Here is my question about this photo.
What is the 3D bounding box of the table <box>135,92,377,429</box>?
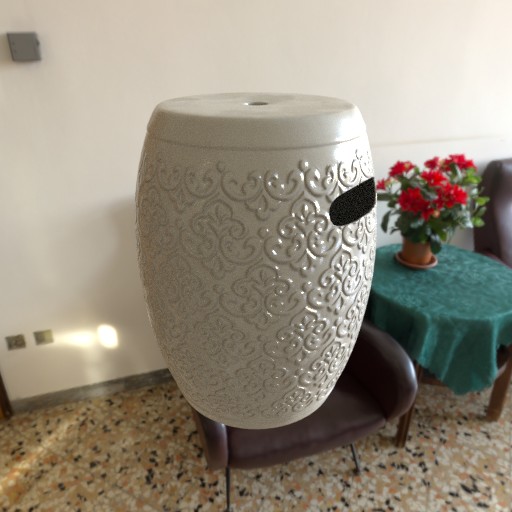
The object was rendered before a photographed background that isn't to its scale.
[{"bbox_3d":[0.000,0.000,0.600,0.309,0.397,0.309,0,26,0],"label":"table"}]
